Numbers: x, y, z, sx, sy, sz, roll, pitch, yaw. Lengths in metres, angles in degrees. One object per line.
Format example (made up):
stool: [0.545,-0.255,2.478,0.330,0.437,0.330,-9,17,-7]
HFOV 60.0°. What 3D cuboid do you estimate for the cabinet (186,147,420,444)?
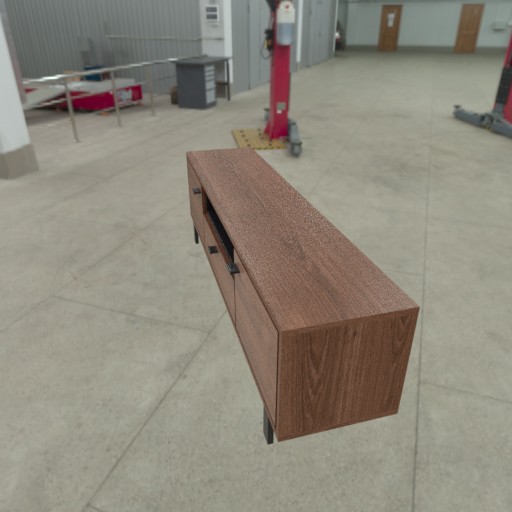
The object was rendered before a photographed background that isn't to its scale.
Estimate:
cabinet: [0.000,0.000,1.892,0.400,0.500,1.650,-8,29,-14]
